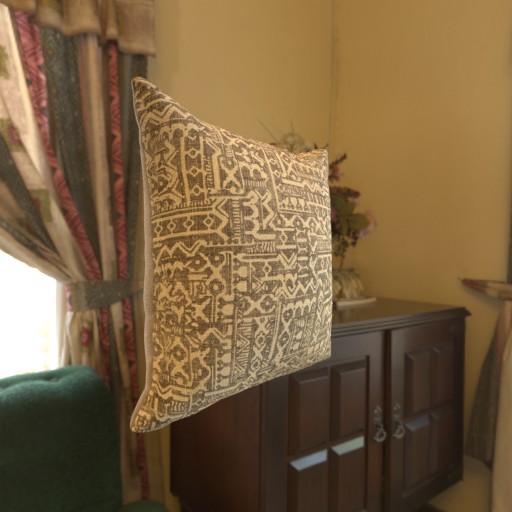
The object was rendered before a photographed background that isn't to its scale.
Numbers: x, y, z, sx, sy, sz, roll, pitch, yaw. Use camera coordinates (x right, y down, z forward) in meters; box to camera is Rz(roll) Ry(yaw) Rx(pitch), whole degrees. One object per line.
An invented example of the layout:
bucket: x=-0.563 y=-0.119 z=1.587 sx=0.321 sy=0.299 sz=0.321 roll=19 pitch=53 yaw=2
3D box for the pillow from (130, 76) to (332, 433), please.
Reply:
pillow: x=0.000 y=0.000 z=0.807 sx=0.180 sy=0.487 sz=0.546 roll=0 pitch=0 yaw=37
